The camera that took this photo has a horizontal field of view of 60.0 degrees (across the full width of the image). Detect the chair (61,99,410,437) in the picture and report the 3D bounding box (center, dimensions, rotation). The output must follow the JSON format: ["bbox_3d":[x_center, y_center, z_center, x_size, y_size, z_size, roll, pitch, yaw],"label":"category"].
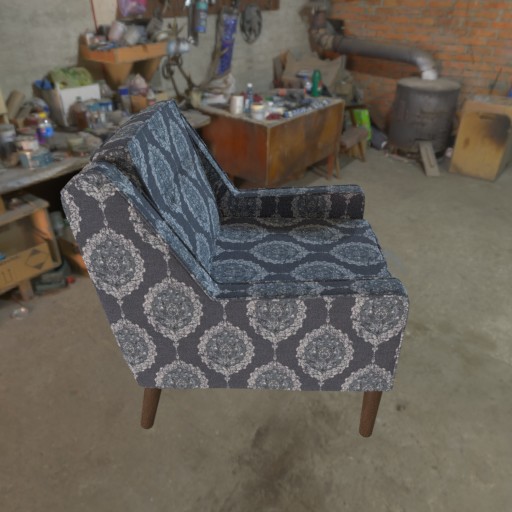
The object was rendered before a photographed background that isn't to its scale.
[{"bbox_3d":[0.000,0.000,1.283,0.743,0.792,0.663,1,31,2],"label":"chair"}]
